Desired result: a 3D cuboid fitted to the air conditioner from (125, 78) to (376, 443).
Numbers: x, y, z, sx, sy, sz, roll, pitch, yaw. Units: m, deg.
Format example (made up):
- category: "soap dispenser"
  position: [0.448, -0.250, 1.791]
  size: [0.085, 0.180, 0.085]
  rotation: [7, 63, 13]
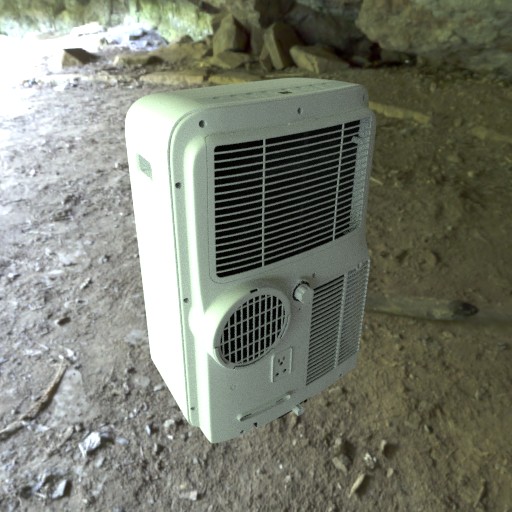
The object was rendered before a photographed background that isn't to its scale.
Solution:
- category: "air conditioner"
  position: [0.000, 0.000, 0.960]
  size: [0.454, 0.700, 0.365]
  rotation: [-19, 36, -30]
